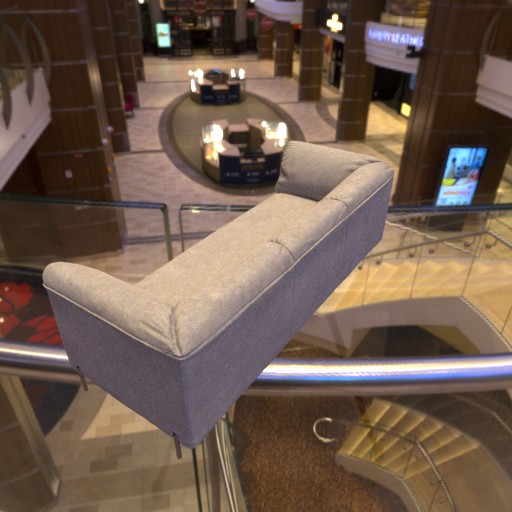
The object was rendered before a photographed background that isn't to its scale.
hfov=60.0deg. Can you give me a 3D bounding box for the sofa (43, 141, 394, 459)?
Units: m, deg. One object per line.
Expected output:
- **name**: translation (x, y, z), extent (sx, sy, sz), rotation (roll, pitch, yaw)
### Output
- **sofa**: translation (0.000, 0.000, 2.726), extent (0.899, 0.758, 2.238), rotation (21, 38, 29)
